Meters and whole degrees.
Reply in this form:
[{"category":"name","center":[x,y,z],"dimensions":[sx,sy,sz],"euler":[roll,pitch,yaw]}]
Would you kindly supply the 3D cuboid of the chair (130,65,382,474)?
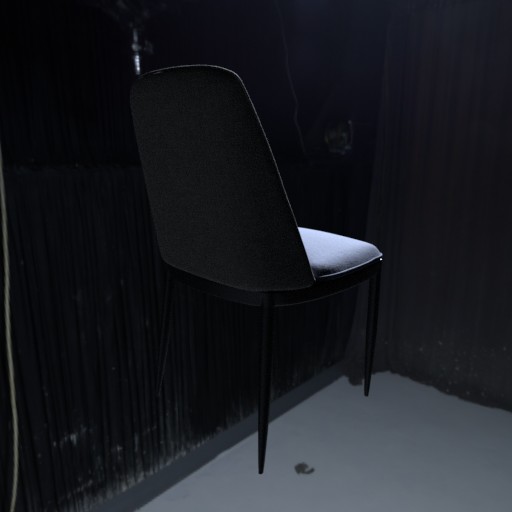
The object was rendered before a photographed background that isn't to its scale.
[{"category":"chair","center":[0.000,0.000,1.156],"dimensions":[0.550,0.855,0.488],"euler":[-14,20,-42]}]
